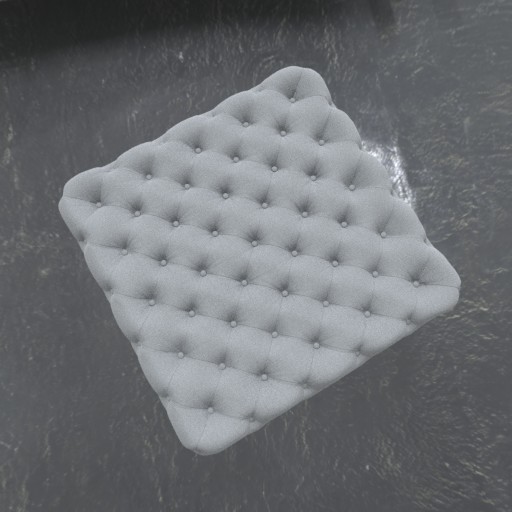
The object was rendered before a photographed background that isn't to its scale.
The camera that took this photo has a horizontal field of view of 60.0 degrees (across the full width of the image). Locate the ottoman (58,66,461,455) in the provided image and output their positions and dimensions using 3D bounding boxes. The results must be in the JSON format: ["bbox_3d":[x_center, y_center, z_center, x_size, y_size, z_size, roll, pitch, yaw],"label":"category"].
[{"bbox_3d":[0.000,0.000,1.211,0.764,0.365,0.758,-30,80,-6],"label":"ottoman"}]
